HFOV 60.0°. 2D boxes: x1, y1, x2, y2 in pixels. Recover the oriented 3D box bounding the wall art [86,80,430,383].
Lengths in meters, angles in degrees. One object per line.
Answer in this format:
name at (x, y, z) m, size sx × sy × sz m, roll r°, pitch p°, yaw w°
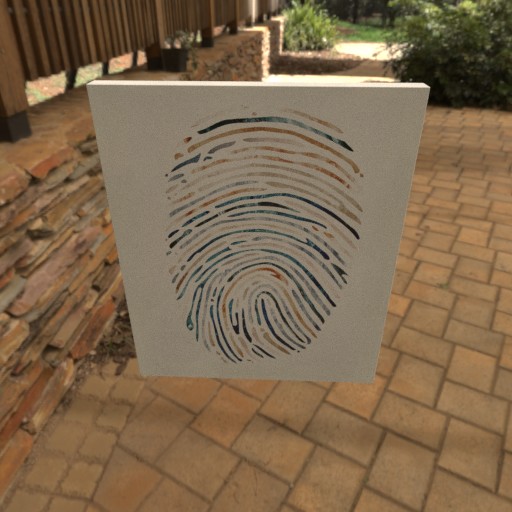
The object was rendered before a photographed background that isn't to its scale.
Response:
wall art at (0.000, 0.000, 0.824) m, size 0.508 × 0.606 × 0.037 m, roll 1°, pitch 31°, yaw 2°
